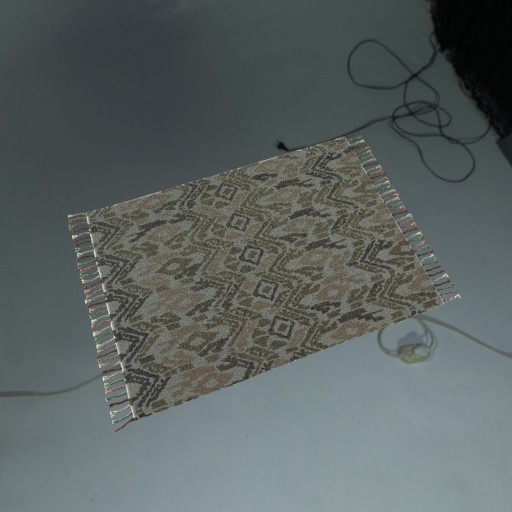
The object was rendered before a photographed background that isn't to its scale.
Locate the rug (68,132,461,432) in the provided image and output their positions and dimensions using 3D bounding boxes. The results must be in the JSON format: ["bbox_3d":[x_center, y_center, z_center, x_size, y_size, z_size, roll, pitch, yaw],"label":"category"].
[{"bbox_3d":[0.000,0.000,2.389,1.829,0.008,1.219,-18,65,-9],"label":"rug"}]
